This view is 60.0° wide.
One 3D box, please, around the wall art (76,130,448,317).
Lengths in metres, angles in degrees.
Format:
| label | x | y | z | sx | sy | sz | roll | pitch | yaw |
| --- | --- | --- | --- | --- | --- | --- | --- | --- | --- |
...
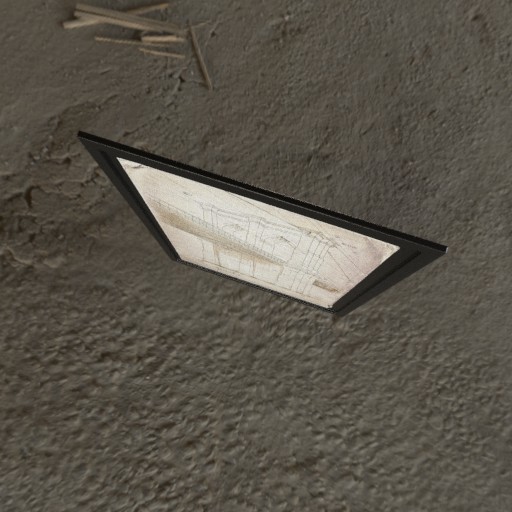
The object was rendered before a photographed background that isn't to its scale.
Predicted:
| label | x | y | z | sx | sy | sz | roll | pitch | yaw |
| --- | --- | --- | --- | --- | --- | --- | --- | --- | --- |
| wall art | 0.000 | 0.000 | 1.272 | 0.707 | 0.967 | 0.013 | 18 | 76 | 5 |
